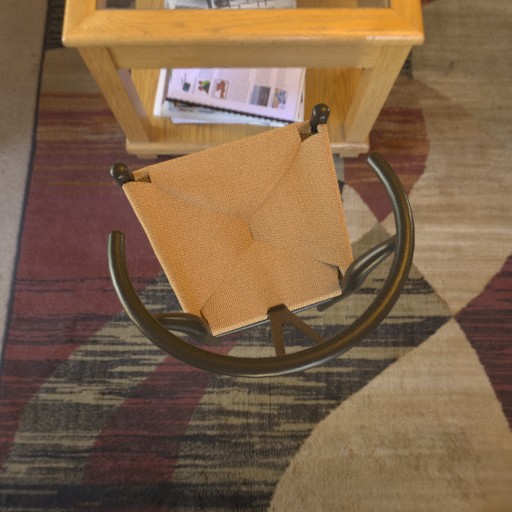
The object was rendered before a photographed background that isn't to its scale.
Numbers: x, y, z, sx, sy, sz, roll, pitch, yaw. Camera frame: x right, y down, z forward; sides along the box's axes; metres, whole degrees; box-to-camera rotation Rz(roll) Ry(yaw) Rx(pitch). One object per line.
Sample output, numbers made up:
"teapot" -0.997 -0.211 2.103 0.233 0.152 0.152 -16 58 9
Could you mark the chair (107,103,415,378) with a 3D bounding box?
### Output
"chair" 0.000 0.000 1.121 0.570 0.739 0.570 -17 77 -4
